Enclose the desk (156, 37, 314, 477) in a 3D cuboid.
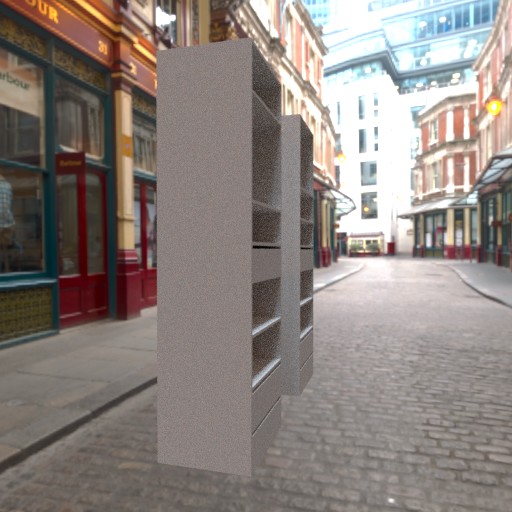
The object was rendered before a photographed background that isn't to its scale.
[{"bbox_3d":[0.000,0.000,2.933,0.480,2.000,1.770,0,1,16],"label":"desk"}]
